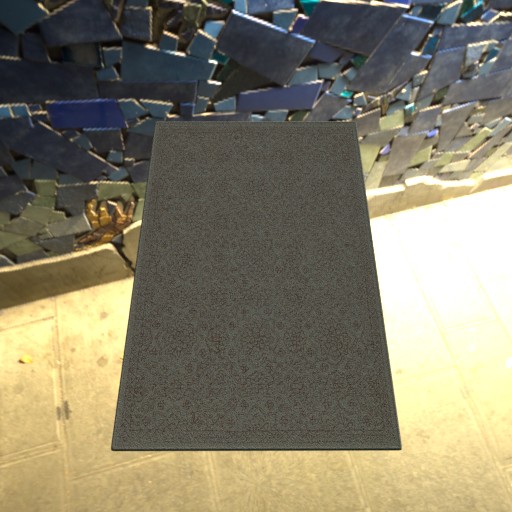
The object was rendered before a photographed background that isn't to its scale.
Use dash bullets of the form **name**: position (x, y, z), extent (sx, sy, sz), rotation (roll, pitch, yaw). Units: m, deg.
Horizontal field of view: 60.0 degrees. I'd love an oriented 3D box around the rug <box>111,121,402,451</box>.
- **rug**: position (0.000, 0.000, 2.268), extent (1.219, 0.010, 1.829), rotation (0, 63, 0)
